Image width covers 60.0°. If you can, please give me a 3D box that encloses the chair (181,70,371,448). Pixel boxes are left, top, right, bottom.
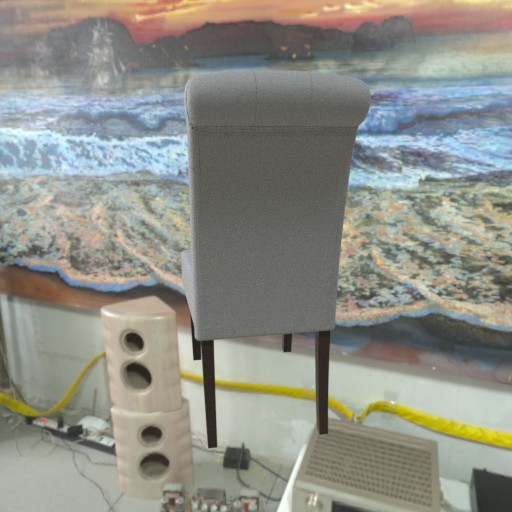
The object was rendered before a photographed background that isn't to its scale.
[{"bbox_3d":[0.000,0.000,1.377,0.456,1.006,0.671,-3,16,-10],"label":"chair"}]
